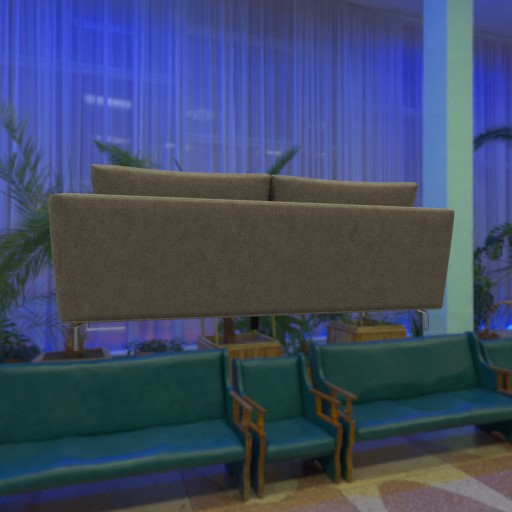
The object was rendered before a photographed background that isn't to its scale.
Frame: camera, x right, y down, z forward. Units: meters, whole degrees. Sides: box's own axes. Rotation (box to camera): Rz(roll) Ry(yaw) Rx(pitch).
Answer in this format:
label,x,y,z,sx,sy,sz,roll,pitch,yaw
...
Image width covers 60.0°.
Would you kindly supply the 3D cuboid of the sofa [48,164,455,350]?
label,x,y,z,sx,sy,sz,roll,pitch,yaw
sofa,0.000,0.000,2.595,2.121,0.864,0.889,0,-1,-17
